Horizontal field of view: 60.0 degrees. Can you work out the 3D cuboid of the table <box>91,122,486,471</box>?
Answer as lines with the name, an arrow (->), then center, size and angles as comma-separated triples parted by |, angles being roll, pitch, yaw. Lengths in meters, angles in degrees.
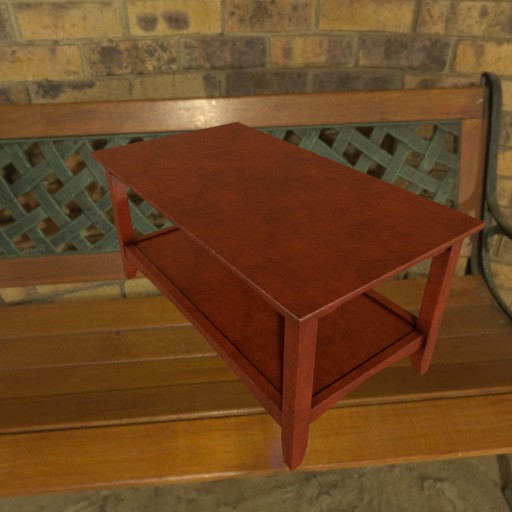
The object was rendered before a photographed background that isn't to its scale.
table -> 0.000, 0.000, 1.258 | 0.533, 0.456, 0.943 | -22, 39, -30
